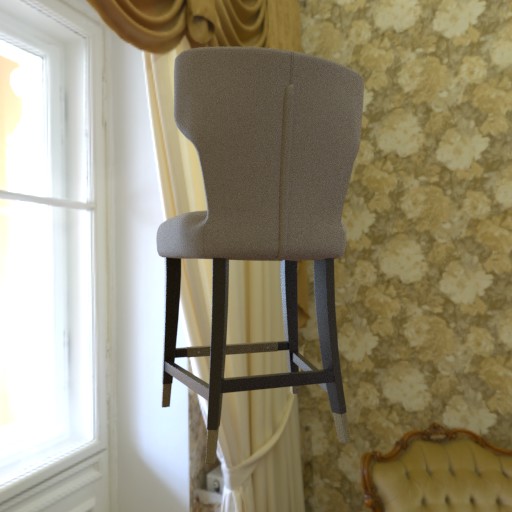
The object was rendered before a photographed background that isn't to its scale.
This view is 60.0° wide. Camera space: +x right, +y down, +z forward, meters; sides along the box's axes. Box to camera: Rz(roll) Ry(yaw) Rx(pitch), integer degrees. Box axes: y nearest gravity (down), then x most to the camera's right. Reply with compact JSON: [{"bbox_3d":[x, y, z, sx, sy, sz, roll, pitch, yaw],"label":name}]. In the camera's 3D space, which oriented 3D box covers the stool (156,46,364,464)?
[{"bbox_3d":[0.000,0.000,1.297,0.527,0.982,0.563,0,-1,-19],"label":"stool"}]
